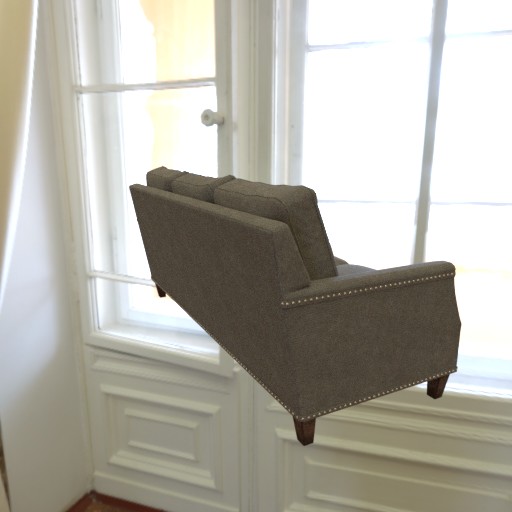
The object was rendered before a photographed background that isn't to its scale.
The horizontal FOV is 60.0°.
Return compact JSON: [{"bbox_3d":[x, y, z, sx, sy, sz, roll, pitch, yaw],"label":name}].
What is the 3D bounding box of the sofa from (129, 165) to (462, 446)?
[{"bbox_3d":[0.000,0.000,2.720,1.034,1.042,2.226,-7,15,-27],"label":"sofa"}]
